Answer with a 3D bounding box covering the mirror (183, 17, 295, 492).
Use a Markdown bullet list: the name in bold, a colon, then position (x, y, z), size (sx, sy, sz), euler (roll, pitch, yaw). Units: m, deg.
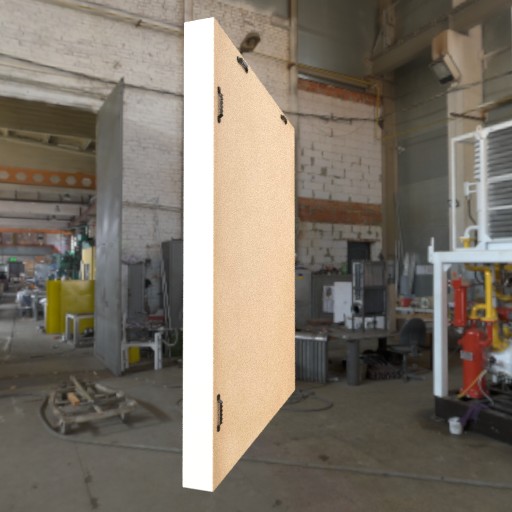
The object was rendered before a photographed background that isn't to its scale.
- **mirror**: position (0.000, 0.000, 0.671), size (0.041, 0.508, 0.405), euler (0, -1, 17)
